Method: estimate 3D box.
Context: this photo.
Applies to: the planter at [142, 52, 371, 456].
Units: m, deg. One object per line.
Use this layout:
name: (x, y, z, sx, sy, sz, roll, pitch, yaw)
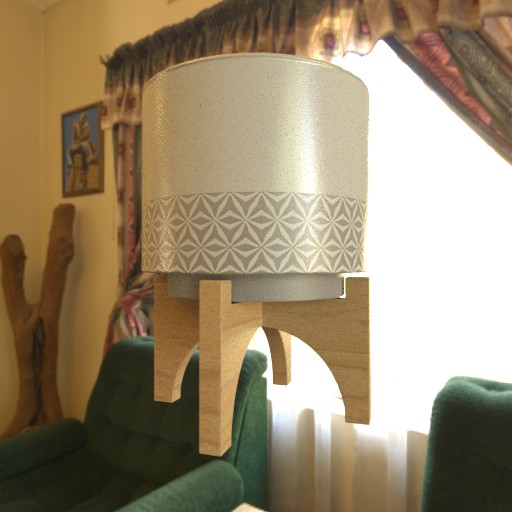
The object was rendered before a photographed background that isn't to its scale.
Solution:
planter: (0.000, 0.000, 0.498, 0.249, 0.343, 0.249, 0, -1, 0)
